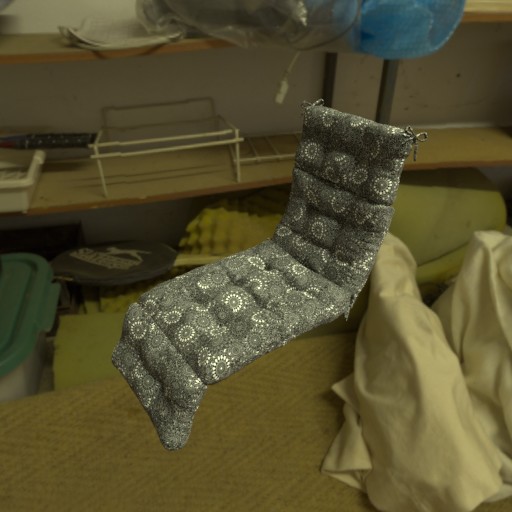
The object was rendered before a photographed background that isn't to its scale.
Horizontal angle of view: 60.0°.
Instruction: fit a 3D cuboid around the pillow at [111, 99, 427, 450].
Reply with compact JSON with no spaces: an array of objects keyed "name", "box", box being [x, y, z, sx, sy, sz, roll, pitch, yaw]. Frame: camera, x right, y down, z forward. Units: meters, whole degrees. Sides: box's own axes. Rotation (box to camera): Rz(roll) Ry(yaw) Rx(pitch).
[{"name":"pillow","box":[0.000,0.000,1.546,1.016,0.863,0.526,-21,38,-30]}]
